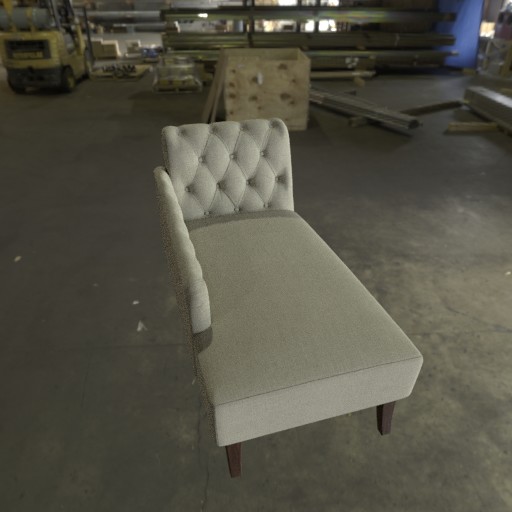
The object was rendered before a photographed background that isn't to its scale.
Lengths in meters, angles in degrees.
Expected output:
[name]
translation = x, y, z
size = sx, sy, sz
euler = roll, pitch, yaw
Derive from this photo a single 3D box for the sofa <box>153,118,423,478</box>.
[sofa]
translation = 0.000, 0.000, 1.817
size = 0.675, 0.787, 1.379
euler = -9, 33, -14
